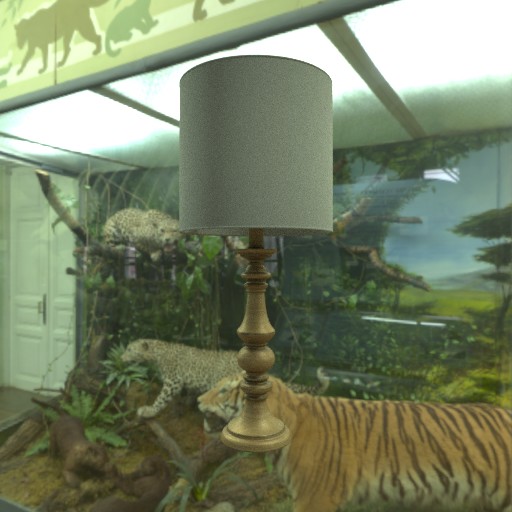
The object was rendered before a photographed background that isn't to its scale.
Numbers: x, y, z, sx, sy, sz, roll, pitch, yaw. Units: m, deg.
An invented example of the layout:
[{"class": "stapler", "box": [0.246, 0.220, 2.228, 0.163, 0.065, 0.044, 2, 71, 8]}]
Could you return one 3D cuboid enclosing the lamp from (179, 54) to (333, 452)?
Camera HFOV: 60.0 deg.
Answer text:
[{"class": "lamp", "box": [0.000, 0.000, 0.731, 0.250, 0.597, 0.250, 0, 0, -2]}]
